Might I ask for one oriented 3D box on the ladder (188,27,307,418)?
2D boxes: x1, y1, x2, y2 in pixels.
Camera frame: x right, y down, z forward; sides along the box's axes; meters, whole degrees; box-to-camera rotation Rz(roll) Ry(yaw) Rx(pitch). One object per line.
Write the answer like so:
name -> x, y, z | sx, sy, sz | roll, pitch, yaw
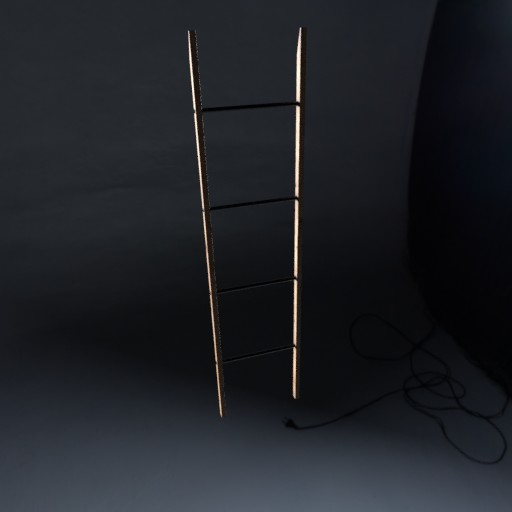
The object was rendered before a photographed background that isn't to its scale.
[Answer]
ladder -> 0.000, 0.000, 1.987 | 0.442, 1.805, 0.200 | -9, 33, -15
